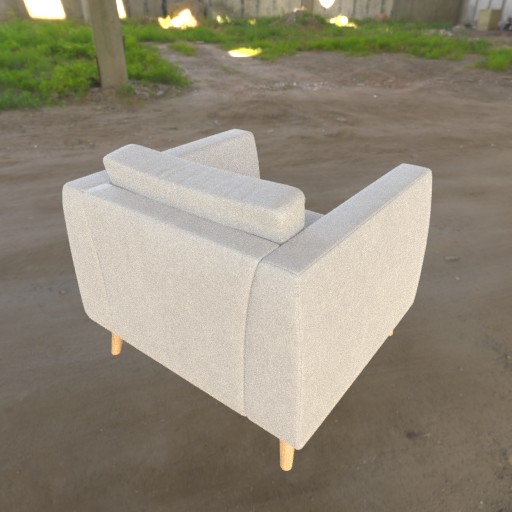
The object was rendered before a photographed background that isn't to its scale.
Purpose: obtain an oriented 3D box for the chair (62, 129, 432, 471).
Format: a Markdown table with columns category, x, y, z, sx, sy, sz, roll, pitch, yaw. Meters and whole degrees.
| category | x | y | z | sx | sy | sz | roll | pitch | yaw |
| --- | --- | --- | --- | --- | --- | --- | --- | --- | --- |
| chair | 0.000 | 0.000 | 1.684 | 1.000 | 0.860 | 0.930 | 21 | 36 | 32 |
